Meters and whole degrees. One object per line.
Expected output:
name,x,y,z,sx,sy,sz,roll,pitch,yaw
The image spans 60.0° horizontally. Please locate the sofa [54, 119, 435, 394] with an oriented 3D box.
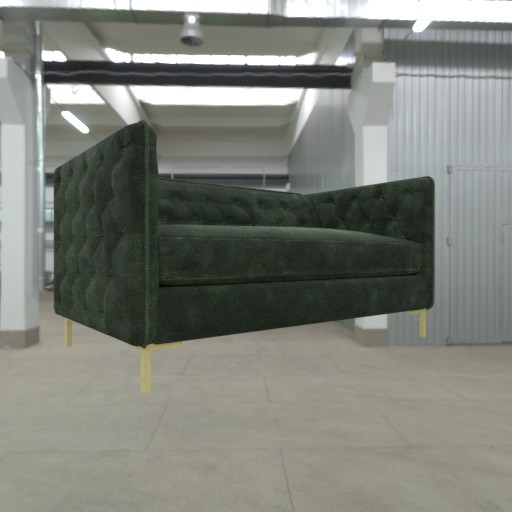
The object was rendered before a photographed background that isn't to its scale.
sofa,0.000,0.000,1.998,1.537,0.768,0.895,0,0,-38
